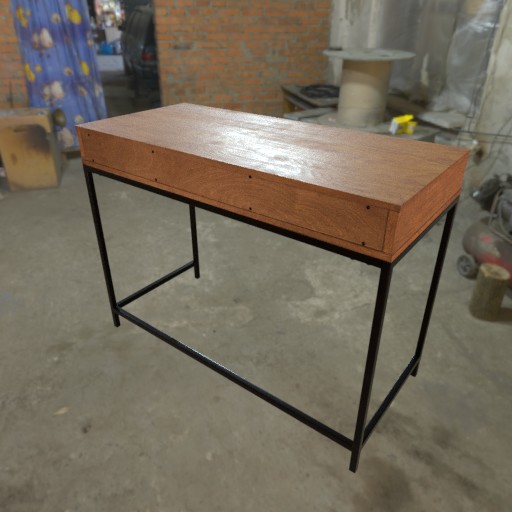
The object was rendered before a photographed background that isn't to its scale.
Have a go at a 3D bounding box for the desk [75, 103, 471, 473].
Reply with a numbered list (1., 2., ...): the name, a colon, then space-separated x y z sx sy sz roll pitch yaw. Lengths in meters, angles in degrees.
1. desk: 0.000 0.000 1.411 1.016 0.762 0.470 21 35 32
